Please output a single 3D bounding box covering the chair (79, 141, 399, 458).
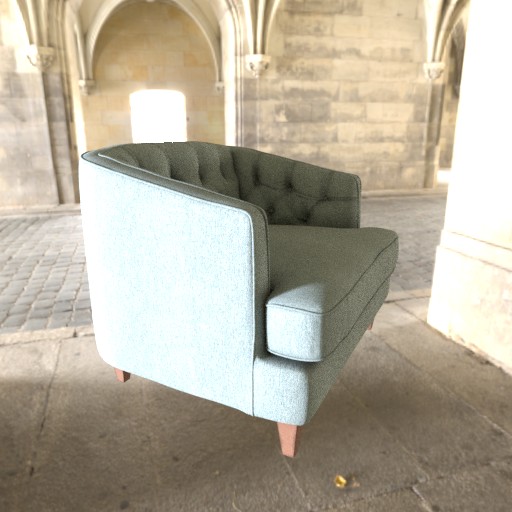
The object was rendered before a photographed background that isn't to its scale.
[{"bbox_3d":[0.000,0.000,1.719,0.945,0.852,1.094,8,17,26],"label":"chair"}]
